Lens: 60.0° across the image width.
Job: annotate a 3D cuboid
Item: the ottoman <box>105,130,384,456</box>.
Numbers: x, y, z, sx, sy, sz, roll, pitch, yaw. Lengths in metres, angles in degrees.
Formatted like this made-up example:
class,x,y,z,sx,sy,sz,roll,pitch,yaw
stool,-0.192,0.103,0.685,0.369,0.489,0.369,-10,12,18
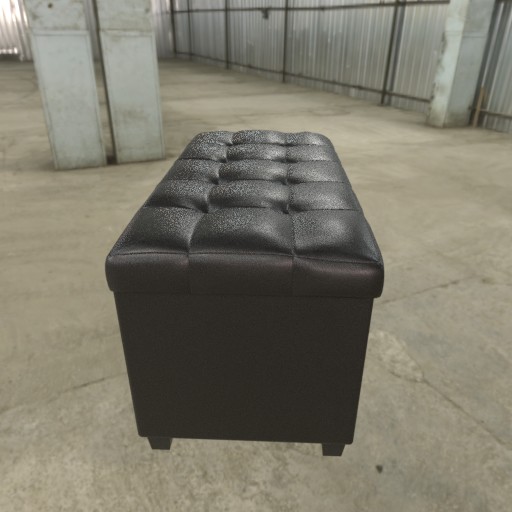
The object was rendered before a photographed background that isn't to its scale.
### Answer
class,x,y,z,sx,sy,sz,roll,pitch,yaw
ottoman,0.000,0.000,1.105,0.432,0.470,0.838,1,28,2
